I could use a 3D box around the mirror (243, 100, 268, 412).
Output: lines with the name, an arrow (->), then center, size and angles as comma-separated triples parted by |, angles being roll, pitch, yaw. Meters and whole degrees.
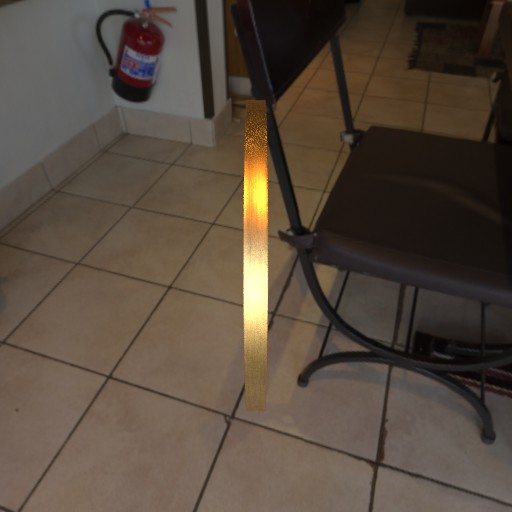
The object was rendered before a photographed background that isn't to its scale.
mirror -> 0.000, 0.000, 0.852 | 0.032, 0.565, 0.565 | 0, 41, 0
